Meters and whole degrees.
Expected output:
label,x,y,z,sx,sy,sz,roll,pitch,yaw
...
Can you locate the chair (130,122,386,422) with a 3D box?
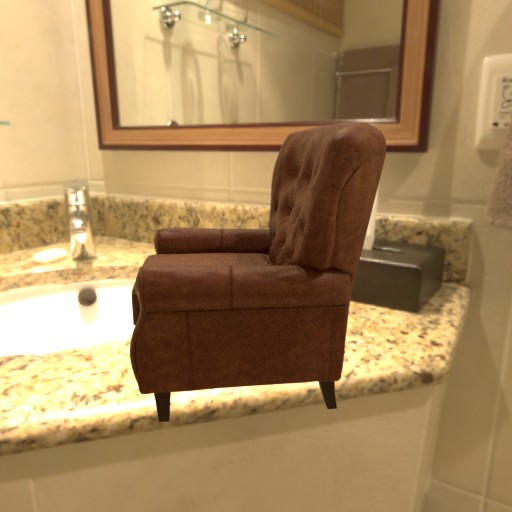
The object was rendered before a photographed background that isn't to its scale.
label,x,y,z,sx,sy,sz,roll,pitch,yaw
chair,0.000,0.000,2.010,1.059,1.164,0.951,-2,15,-7
